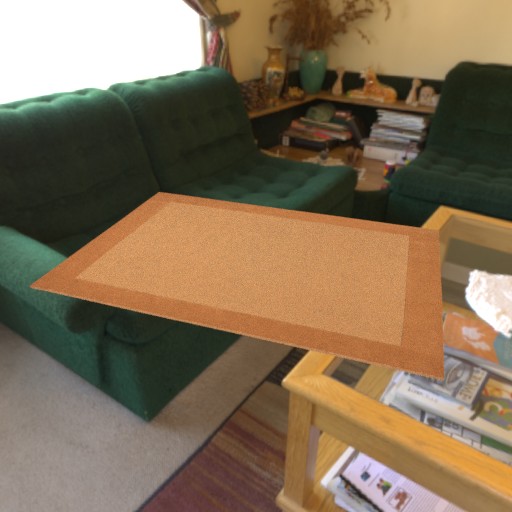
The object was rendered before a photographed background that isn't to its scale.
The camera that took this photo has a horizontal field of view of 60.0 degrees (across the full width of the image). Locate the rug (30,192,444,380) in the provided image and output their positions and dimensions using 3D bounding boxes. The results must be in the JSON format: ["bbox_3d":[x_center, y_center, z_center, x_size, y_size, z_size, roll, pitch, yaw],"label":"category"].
[{"bbox_3d":[0.000,0.000,2.324,1.829,0.014,1.219,10,32,16],"label":"rug"}]
